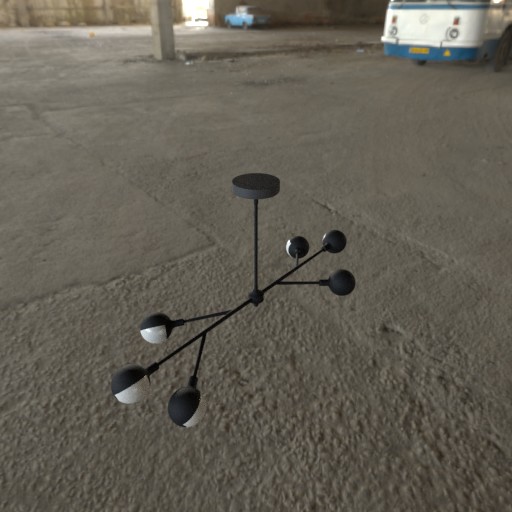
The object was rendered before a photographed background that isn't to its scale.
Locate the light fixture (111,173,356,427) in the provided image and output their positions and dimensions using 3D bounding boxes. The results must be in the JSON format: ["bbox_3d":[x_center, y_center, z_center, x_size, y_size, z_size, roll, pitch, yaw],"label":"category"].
[{"bbox_3d":[0.000,0.000,1.018,0.778,0.362,0.434,-19,35,-30],"label":"light fixture"}]
